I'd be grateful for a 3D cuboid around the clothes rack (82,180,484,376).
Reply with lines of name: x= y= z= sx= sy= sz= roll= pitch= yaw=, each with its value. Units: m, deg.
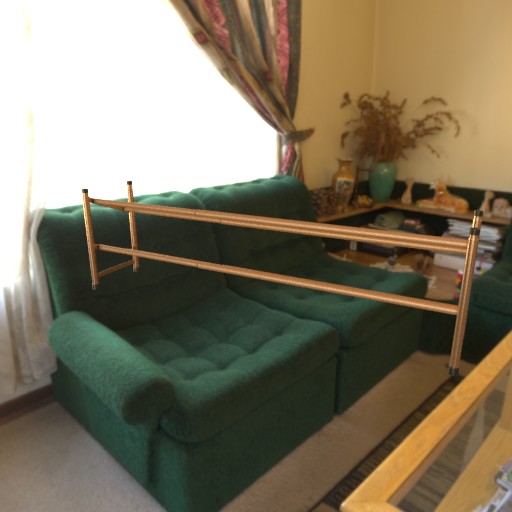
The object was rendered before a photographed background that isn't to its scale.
clothes rack: x=0.000 y=0.000 z=1.321 sx=1.168 sy=0.349 sz=0.229 roll=9 pitch=20 yaw=26
